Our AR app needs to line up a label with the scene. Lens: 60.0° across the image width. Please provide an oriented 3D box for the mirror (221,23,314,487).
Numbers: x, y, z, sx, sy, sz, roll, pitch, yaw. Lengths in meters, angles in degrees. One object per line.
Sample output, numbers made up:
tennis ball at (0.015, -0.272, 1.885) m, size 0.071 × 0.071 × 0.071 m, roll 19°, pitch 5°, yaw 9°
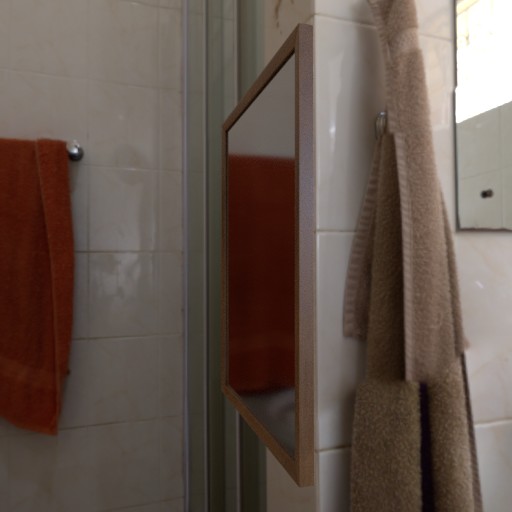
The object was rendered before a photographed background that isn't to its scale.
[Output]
mirror at (0.000, 0.000, 1.338) m, size 0.040 × 1.016 × 0.762 m, roll 0°, pitch -1°, yaw -17°
